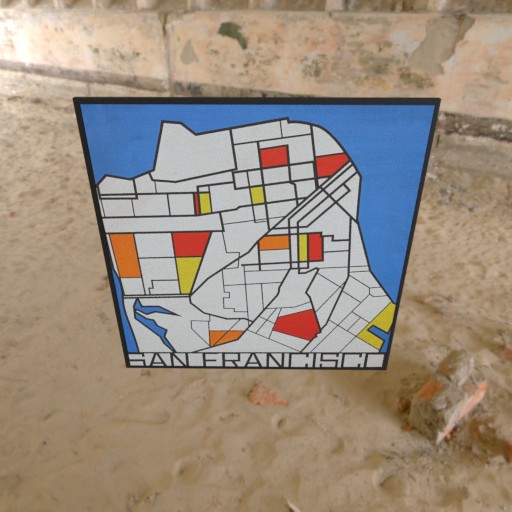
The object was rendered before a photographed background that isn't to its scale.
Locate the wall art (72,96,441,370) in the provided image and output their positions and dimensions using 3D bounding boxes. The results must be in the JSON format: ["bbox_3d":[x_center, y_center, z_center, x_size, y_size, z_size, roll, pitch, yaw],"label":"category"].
[{"bbox_3d":[0.000,0.000,0.969,0.664,0.663,0.015,0,30,1],"label":"wall art"}]
